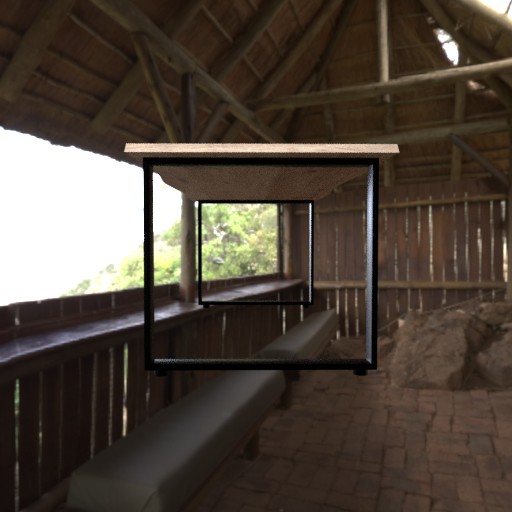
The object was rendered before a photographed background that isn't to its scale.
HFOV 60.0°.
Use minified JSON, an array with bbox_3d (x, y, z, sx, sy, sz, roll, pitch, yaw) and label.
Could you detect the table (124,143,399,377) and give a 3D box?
[{"bbox_3d":[0.000,0.000,2.325,0.900,0.780,1.800,0,2,-1],"label":"table"}]
